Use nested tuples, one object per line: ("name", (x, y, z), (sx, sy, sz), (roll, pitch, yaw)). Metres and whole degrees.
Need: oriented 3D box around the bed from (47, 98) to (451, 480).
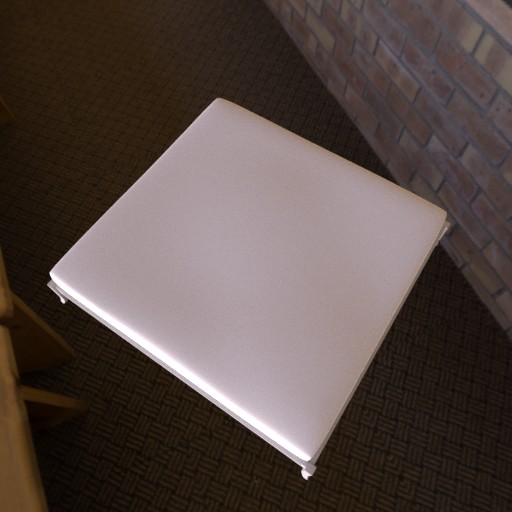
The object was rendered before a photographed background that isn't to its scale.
("bed", (0.000, 0.000, 3.148), (2.108, 0.510, 2.007), (31, 67, 15))
